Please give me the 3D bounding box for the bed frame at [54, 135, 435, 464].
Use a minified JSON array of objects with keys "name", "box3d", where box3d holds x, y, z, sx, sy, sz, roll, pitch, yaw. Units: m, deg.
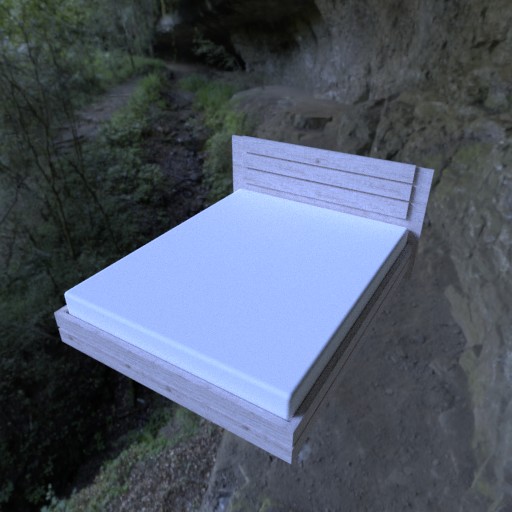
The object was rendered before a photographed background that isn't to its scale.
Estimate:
[{"name":"bed frame","box3d":[0.000,0.000,3.068,1.750,0.970,2.080,17,35,27]}]
